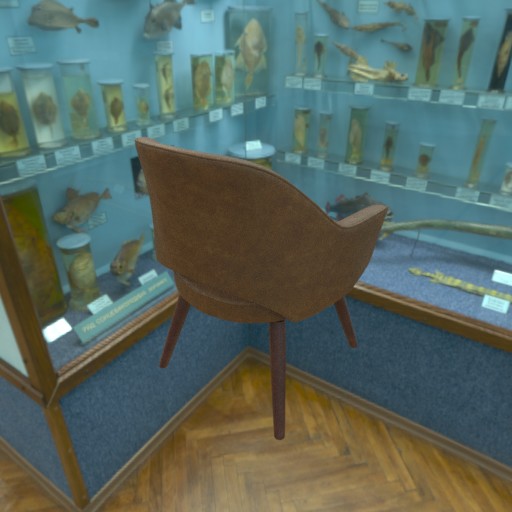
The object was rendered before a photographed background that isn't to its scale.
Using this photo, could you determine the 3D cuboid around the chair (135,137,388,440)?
[{"bbox_3d":[0.000,0.000,1.256,0.591,0.777,0.640,20,36,31],"label":"chair"}]
